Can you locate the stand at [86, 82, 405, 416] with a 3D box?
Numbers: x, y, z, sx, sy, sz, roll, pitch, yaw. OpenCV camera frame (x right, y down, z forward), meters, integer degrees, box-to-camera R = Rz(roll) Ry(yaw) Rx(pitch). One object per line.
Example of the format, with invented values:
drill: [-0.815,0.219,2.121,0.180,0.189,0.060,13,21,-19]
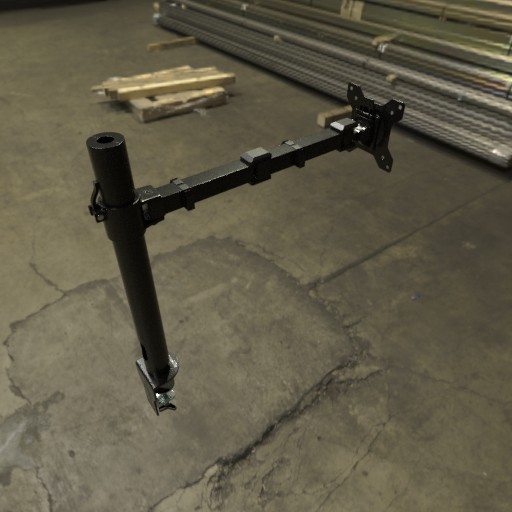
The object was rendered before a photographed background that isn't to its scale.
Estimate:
stand: [0.000,0.000,0.713,0.456,0.510,0.115,-25,46,-27]
